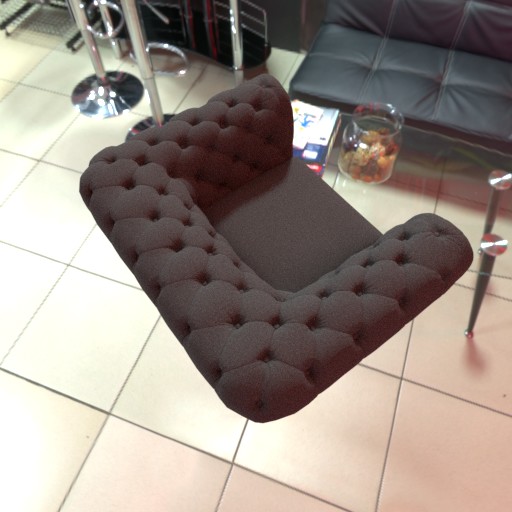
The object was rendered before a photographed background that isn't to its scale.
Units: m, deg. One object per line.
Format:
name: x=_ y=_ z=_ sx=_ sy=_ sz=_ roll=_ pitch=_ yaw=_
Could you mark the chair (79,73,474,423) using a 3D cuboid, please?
chair: x=0.000 y=0.000 z=1.886 sx=0.976 sy=0.770 sz=1.270 roll=-32 pitch=63 yaw=-19
